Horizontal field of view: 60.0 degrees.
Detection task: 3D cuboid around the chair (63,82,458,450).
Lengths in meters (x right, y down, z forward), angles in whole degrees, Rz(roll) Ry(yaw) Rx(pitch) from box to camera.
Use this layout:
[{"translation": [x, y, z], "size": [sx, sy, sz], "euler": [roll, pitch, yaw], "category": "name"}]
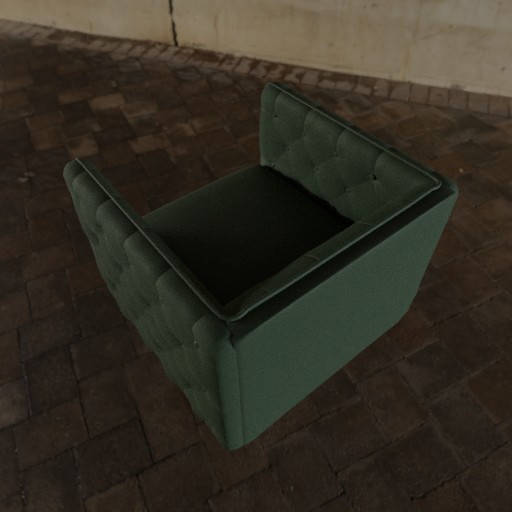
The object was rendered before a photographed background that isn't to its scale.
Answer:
[{"translation": [0.000, 0.000, 1.576], "size": [0.917, 0.768, 0.855], "euler": [-31, 55, -25], "category": "chair"}]
